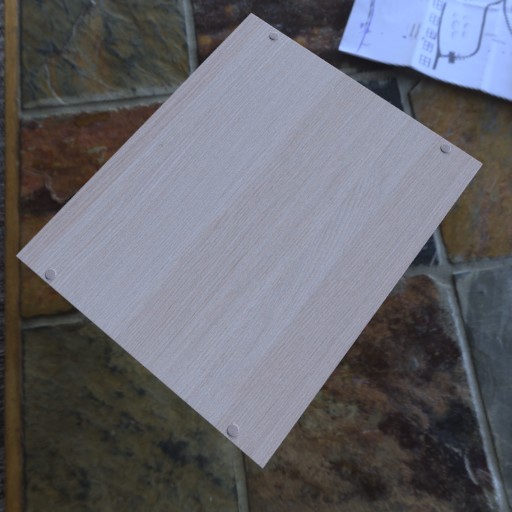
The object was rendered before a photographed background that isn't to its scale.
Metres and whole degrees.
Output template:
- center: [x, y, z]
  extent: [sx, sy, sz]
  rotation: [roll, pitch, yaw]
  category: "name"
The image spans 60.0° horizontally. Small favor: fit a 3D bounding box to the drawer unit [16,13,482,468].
- center: [0.000, 0.000, 0.587]
  extent: [0.290, 0.344, 0.349]
  rotation: [37, 78, 9]
  category: "drawer unit"
